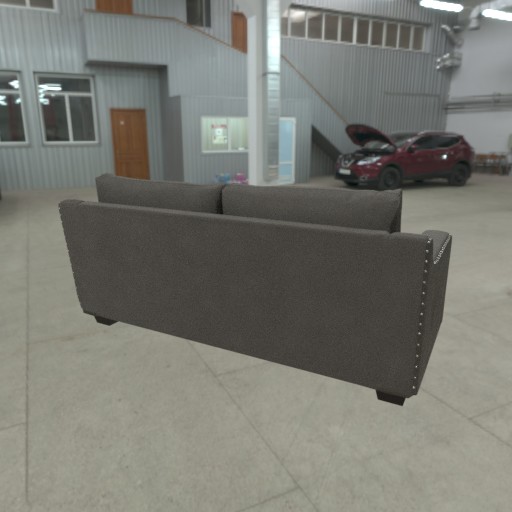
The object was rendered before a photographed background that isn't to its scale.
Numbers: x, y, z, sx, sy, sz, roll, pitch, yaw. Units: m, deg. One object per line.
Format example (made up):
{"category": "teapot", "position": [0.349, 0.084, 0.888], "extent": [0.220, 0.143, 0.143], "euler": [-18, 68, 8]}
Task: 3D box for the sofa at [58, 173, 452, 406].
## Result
{"category": "sofa", "position": [0.000, 0.000, 3.288], "extent": [2.550, 1.196, 1.336], "euler": [8, 18, 27]}
